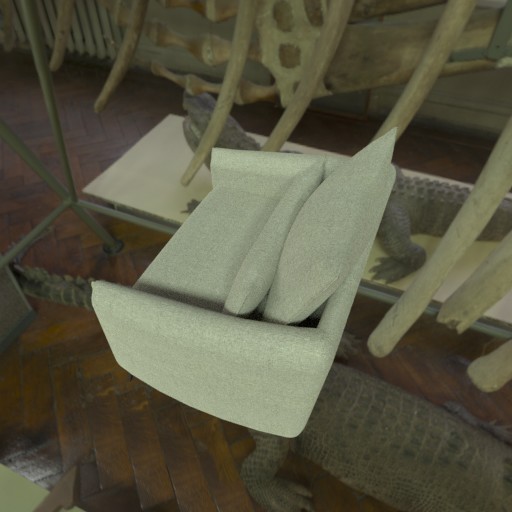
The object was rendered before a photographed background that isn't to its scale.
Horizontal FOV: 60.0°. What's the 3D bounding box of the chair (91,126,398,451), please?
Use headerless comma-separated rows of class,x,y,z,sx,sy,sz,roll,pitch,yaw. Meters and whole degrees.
chair,0.000,0.000,1.665,0.801,0.856,1.029,17,48,16
